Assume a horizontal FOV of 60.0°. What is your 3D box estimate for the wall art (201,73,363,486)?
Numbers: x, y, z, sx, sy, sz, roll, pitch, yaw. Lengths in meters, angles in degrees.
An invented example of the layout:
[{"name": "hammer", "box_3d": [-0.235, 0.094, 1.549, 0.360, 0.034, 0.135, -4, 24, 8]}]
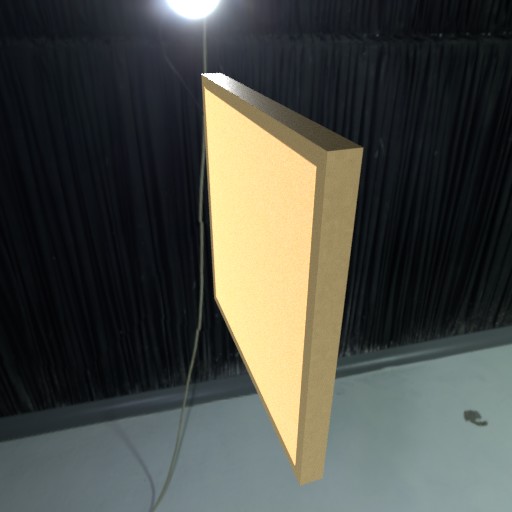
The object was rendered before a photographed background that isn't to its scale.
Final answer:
[{"name": "wall art", "box_3d": [0.000, 0.000, 1.888, 0.095, 1.284, 1.284, -10, 32, -16]}]
